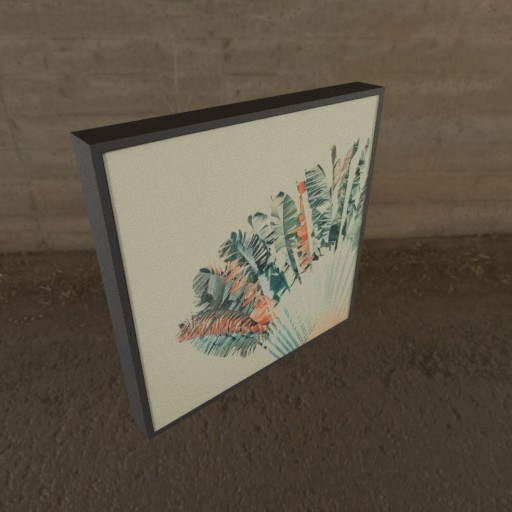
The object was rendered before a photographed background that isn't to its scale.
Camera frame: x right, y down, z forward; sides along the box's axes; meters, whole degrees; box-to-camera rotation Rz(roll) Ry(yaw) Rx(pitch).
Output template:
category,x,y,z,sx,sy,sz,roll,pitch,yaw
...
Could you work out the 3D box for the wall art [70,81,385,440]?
category,x,y,z,sx,sy,sz,roll,pitch,yaw
wall art,0.000,0.000,0.455,0.302,0.300,0.036,-22,38,-32
